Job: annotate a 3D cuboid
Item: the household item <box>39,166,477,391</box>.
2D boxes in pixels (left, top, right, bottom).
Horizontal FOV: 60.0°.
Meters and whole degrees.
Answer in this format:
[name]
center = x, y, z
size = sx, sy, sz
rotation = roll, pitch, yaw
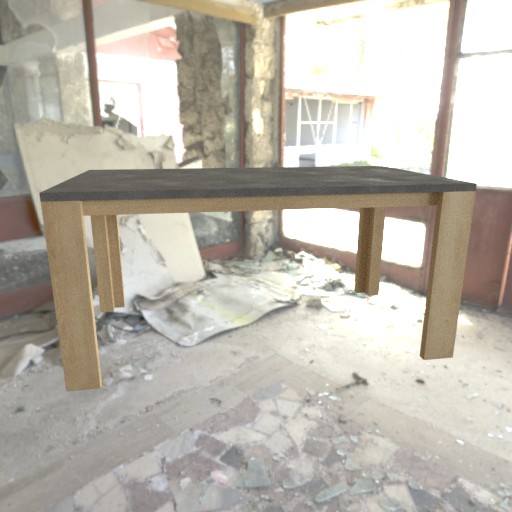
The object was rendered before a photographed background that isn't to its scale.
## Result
[household item]
center = 0.000, 0.000, 2.106
size = 1.600, 0.755, 0.850
rotation = -3, 16, -9
